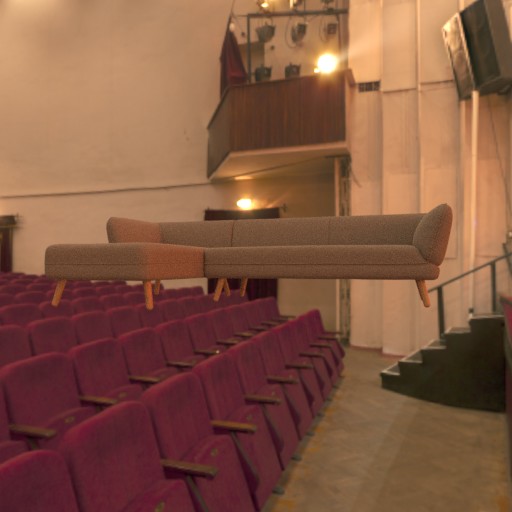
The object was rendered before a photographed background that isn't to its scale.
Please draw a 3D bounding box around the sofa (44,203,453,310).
[{"bbox_3d":[0.000,0.000,3.236,2.653,0.693,1.532,0,-1,19],"label":"sofa"}]
